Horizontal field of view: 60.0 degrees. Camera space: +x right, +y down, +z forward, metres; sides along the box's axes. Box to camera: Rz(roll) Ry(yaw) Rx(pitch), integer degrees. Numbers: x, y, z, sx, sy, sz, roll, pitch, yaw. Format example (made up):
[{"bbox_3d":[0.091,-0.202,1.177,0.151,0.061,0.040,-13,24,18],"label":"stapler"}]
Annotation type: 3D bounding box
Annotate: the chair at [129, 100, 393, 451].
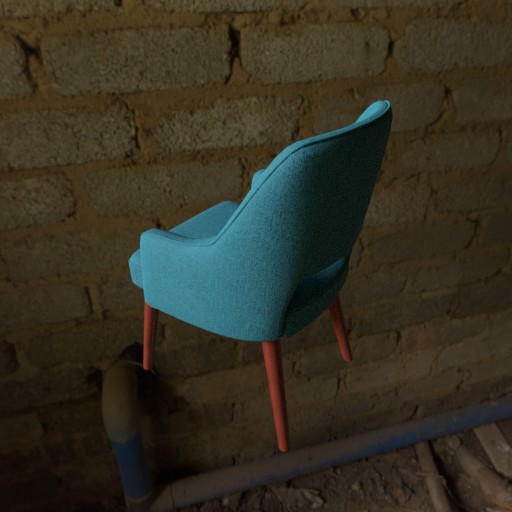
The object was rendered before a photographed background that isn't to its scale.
[{"bbox_3d":[0.000,0.000,1.239,0.605,0.849,0.548,20,37,29],"label":"chair"}]
